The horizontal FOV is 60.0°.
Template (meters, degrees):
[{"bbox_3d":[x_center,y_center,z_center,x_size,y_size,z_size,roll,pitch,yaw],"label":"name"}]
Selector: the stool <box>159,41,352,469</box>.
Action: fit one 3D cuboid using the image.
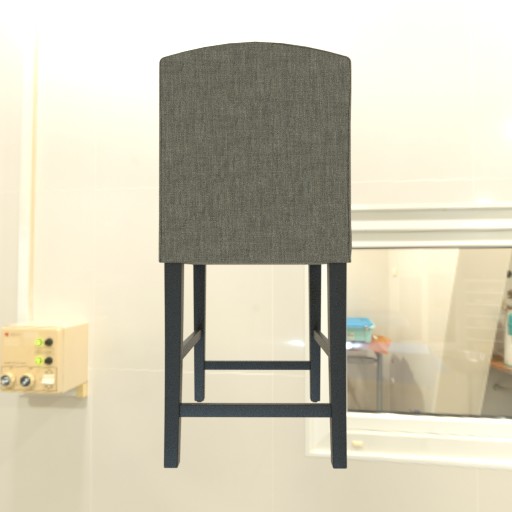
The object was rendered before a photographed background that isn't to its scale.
[{"bbox_3d":[0.000,0.000,1.263,0.451,0.966,0.552,0,-2,0],"label":"stool"}]
